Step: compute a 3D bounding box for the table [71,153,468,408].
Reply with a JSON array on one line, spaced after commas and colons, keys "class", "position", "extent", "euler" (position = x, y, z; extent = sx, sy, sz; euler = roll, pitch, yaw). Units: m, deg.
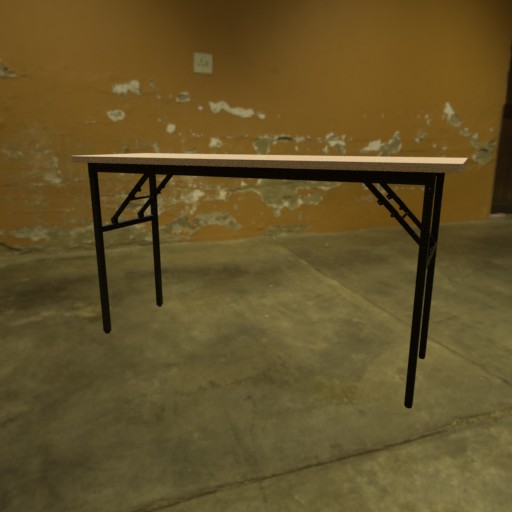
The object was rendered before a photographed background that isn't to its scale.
[{"class": "table", "position": [0.000, 0.000, 1.716], "extent": [1.397, 0.750, 0.447], "euler": [7, 16, 25]}]
